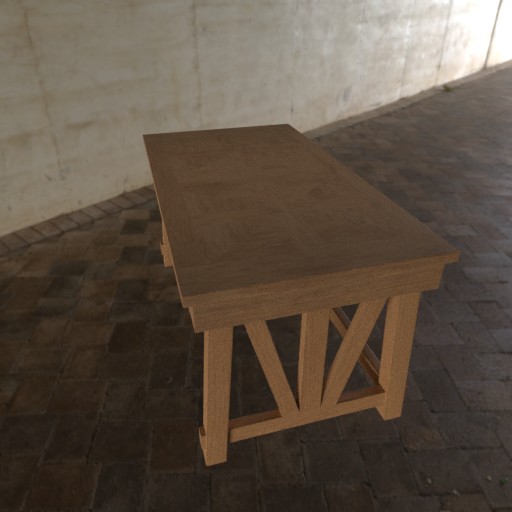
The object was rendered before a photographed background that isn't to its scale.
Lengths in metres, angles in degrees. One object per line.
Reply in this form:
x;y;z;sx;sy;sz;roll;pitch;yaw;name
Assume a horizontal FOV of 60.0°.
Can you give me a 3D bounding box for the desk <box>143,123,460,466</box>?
0.000;0.000;2.011;0.813;0.762;1.499;-8;32;-14;desk
